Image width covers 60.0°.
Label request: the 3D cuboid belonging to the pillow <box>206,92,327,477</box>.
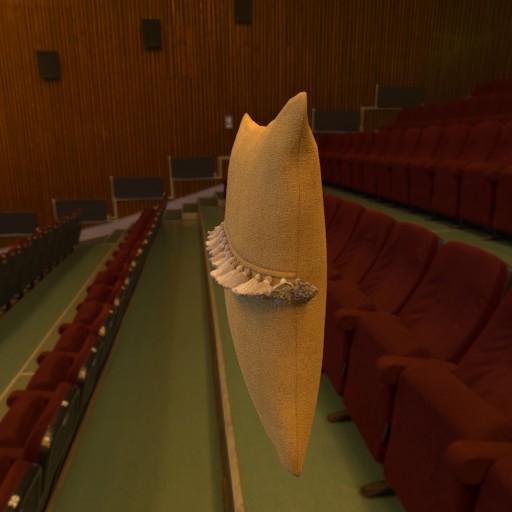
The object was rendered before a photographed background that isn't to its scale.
[{"bbox_3d":[0.000,0.000,0.746,0.167,0.481,0.485,-2,15,-8],"label":"pillow"}]
